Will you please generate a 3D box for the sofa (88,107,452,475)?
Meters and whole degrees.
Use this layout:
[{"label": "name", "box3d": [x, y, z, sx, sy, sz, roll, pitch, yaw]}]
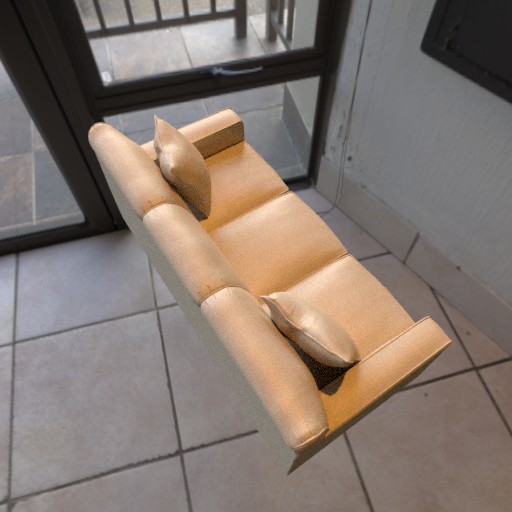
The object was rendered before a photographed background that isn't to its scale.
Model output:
[{"label": "sofa", "box3d": [0.000, 0.000, 2.543, 0.997, 0.958, 2.024, -29, 62, -17]}]
